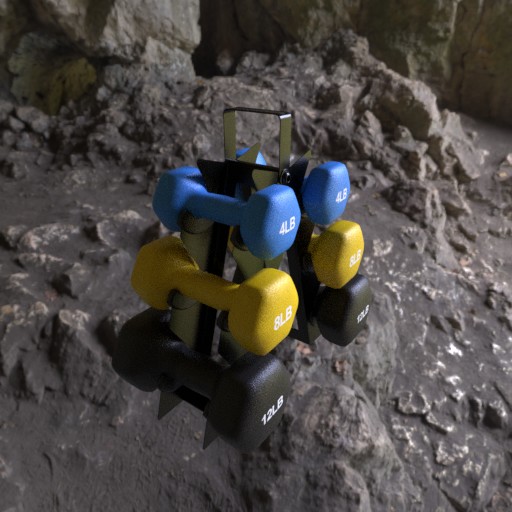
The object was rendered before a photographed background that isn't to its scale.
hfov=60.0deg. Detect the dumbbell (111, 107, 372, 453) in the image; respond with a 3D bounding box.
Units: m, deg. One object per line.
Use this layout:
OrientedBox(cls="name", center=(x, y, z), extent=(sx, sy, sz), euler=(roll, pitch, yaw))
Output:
OrientedBox(cls="dumbbell", center=(0.000, 0.000, 0.676), extent=(0.255, 0.426, 0.409), euler=(18, 31, 32))
